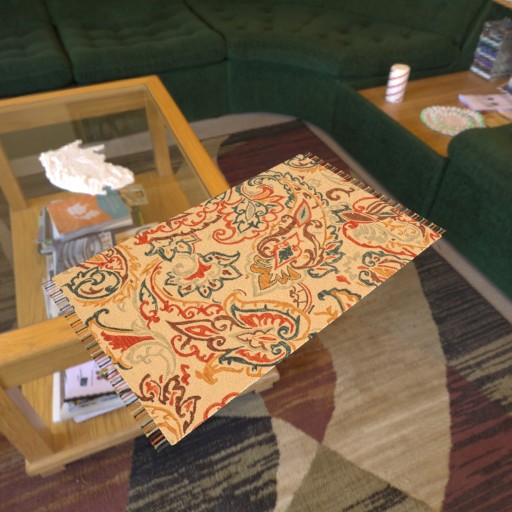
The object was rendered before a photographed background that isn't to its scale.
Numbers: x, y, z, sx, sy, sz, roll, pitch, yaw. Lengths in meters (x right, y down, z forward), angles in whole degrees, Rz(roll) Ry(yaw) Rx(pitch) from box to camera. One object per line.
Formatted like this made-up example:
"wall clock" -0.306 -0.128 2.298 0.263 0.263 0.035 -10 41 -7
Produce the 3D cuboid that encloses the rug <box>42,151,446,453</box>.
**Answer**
"rug" 0.000 0.000 3.233 2.584 0.010 1.523 -31 53 -28
